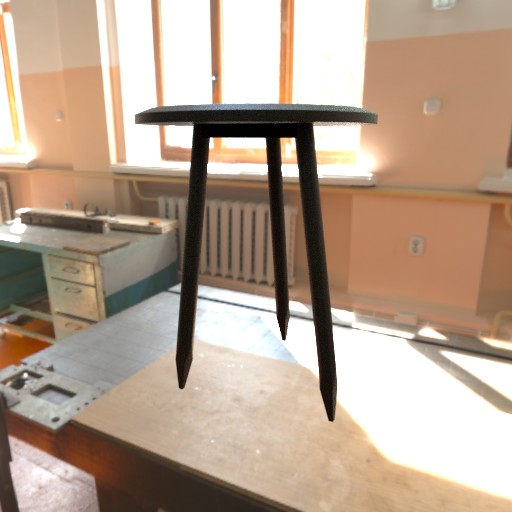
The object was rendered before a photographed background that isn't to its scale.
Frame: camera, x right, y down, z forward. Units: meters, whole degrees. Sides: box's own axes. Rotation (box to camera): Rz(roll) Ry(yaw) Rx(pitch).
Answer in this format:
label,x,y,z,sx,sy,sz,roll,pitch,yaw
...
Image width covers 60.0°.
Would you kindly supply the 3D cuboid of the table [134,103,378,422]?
label,x,y,z,sx,sy,sz,roll,pitch,yaw
table,0.000,0.000,0.935,0.457,0.585,0.457,0,15,0
